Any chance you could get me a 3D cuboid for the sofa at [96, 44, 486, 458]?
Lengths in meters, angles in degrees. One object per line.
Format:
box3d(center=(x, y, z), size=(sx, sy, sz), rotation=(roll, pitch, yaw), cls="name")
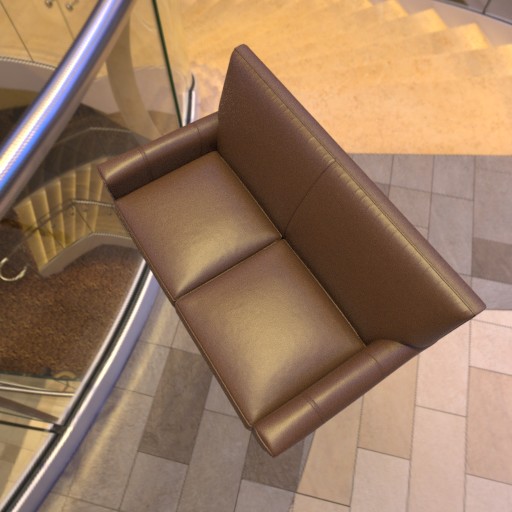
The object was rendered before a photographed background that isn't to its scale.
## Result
box3d(center=(0.000, 0.000, 1.985), size=(0.853, 0.859, 1.468), rotation=(-31, 68, -14), cls="sofa")
